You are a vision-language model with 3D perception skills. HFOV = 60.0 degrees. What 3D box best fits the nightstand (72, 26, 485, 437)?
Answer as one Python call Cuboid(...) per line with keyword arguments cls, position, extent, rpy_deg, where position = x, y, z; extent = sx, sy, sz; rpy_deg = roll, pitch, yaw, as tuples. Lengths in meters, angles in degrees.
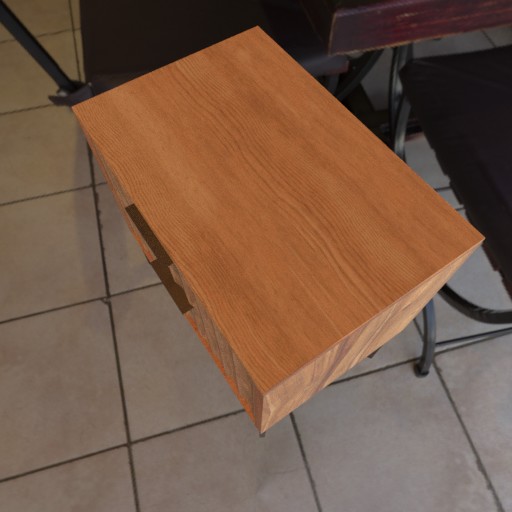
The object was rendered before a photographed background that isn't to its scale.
Cuboid(cls="nightstand", position=(0.000, 0.000, 1.006), extent=(0.427, 0.615, 0.613), rpy_deg=(-31, 66, -15))
